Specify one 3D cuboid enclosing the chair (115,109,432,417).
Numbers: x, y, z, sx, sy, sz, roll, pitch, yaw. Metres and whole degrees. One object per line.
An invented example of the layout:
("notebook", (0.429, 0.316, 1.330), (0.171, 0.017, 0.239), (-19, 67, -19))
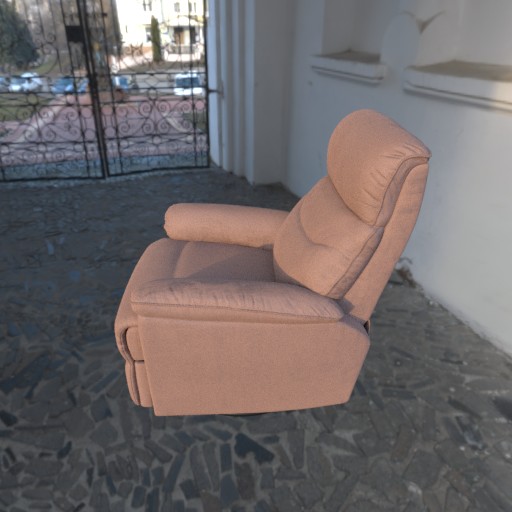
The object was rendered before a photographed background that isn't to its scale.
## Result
("chair", (0.000, 0.000, 1.711), (1.004, 1.037, 0.820), (-1, 27, -1))
